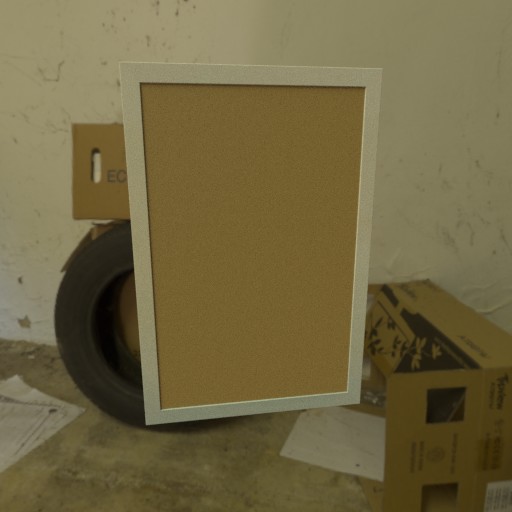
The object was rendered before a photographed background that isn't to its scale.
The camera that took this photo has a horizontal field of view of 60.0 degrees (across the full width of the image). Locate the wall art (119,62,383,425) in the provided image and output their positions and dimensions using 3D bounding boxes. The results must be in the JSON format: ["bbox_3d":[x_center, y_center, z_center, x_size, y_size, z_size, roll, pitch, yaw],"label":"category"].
[{"bbox_3d":[0.000,0.000,1.153,0.612,0.915,0.039,-2,15,-9],"label":"wall art"}]
